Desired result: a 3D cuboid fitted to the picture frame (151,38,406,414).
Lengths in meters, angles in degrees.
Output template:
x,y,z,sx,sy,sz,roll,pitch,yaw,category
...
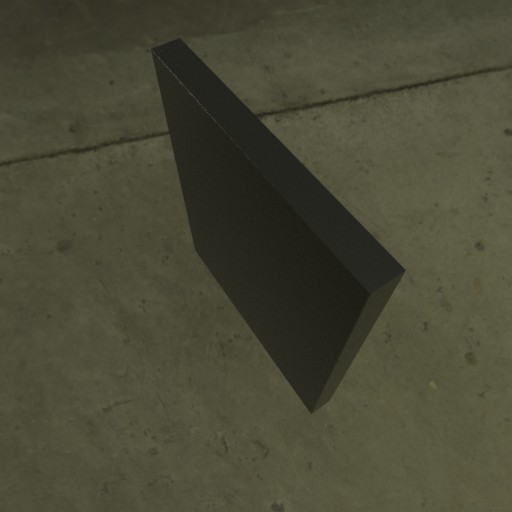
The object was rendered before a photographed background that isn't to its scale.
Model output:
x,y,z,sx,sy,sz,roll,pitch,yaw,category
0.000,0.000,0.538,0.034,0.378,0.328,-30,63,-17,picture frame
